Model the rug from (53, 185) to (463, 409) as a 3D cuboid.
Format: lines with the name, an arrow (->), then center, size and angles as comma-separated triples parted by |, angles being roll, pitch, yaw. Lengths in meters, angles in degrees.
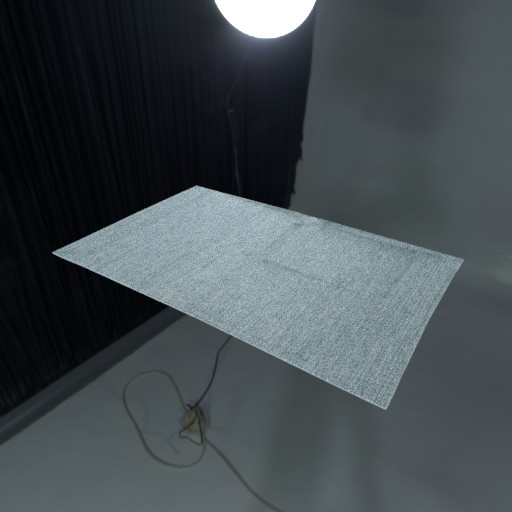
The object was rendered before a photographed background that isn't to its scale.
rug -> 0.000, 0.000, 2.345 | 1.853, 0.022, 1.174 | 19, 36, 29
